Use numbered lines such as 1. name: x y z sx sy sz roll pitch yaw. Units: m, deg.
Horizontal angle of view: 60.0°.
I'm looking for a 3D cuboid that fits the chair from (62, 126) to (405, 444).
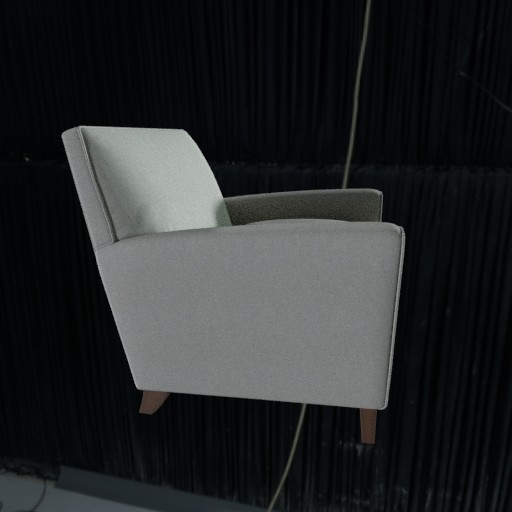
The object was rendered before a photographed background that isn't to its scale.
1. chair: 0.000 0.000 1.523 0.871 0.846 0.840 3 15 11
